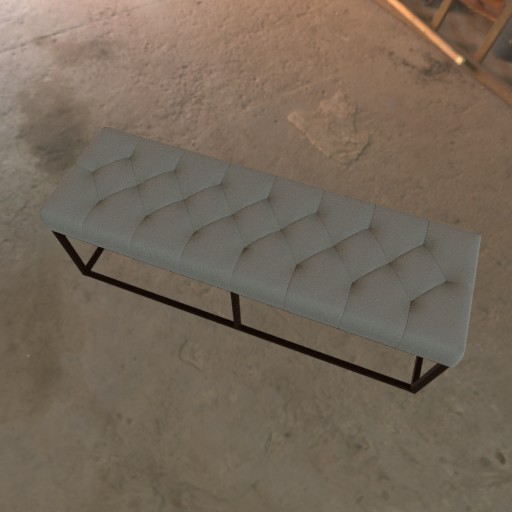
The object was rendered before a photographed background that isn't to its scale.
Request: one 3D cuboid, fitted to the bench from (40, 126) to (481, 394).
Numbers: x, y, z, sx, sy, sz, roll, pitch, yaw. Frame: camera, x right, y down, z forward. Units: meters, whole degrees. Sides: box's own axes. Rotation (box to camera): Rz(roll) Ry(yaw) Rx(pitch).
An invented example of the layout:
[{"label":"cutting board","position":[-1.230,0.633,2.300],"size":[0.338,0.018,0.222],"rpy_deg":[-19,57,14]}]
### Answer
[{"label":"bench","position":[0.000,0.000,1.715],"size":[1.488,0.488,0.479],"rpy_deg":[18,61,10]}]
